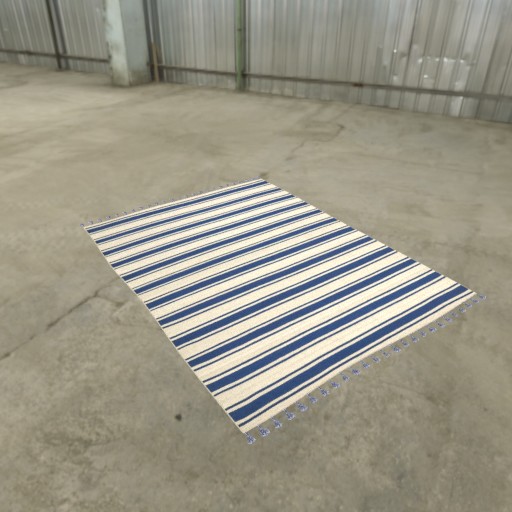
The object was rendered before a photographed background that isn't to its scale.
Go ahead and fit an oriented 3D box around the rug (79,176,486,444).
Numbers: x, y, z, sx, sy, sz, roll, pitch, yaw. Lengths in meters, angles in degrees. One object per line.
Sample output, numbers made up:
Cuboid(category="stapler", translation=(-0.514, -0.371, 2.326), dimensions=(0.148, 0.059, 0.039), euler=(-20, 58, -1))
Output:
Cuboid(category="rug", translation=(0.000, 0.000, 4.374), dimensions=(2.471, 0.016, 3.416), euler=(-20, 37, -29))
